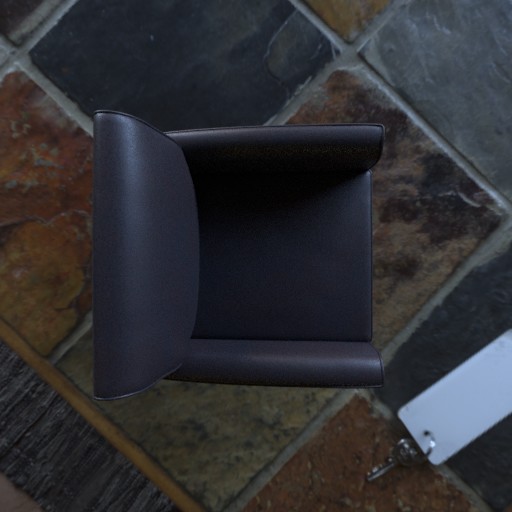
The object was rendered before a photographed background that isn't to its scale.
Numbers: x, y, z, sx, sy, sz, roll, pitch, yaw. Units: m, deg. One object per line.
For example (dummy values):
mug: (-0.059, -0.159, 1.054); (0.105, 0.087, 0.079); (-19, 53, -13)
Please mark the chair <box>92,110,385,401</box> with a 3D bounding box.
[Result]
chair: (0.000, 0.000, 1.545); (0.819, 0.916, 0.820); (0, 90, 1)
